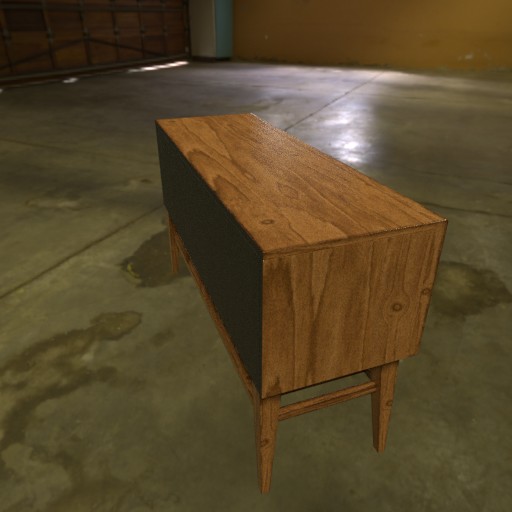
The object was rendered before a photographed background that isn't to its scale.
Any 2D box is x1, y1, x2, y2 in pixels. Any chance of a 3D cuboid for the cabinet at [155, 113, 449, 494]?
[{"bbox_3d":[0.000,0.000,1.717,0.477,0.802,1.363,-10,30,-18],"label":"cabinet"}]
